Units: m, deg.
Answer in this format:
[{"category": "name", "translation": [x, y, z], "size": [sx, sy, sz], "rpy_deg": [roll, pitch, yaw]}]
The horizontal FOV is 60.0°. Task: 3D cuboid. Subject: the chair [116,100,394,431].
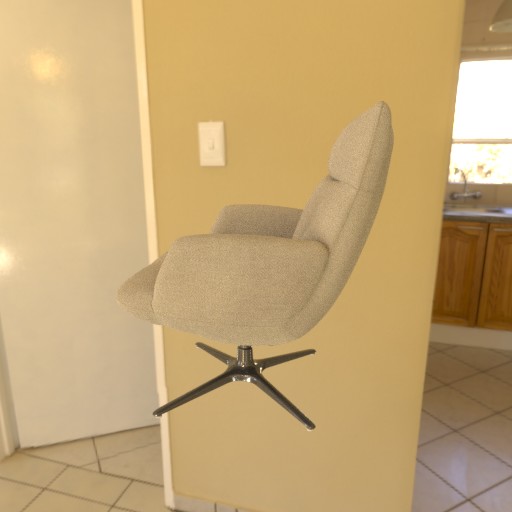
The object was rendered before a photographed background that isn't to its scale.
[{"category": "chair", "translation": [0.000, 0.000, 1.605], "size": [0.889, 1.016, 0.711], "rpy_deg": [2, 14, 8]}]
